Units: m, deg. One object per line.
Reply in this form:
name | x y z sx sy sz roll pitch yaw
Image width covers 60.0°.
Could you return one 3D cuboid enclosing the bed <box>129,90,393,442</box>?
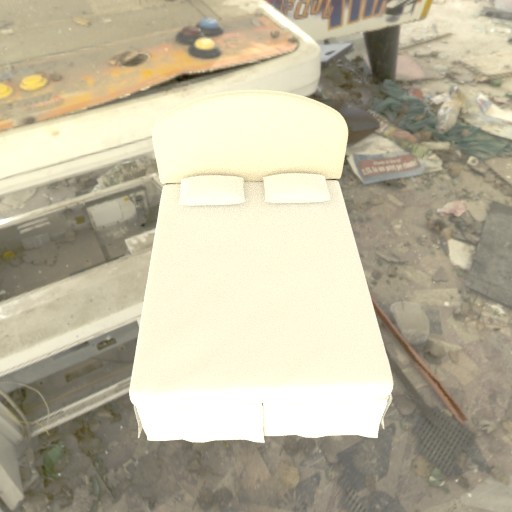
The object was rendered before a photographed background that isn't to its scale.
bed | 0.000 0.000 3.037 1.607 1.410 2.005 -2 47 -2
